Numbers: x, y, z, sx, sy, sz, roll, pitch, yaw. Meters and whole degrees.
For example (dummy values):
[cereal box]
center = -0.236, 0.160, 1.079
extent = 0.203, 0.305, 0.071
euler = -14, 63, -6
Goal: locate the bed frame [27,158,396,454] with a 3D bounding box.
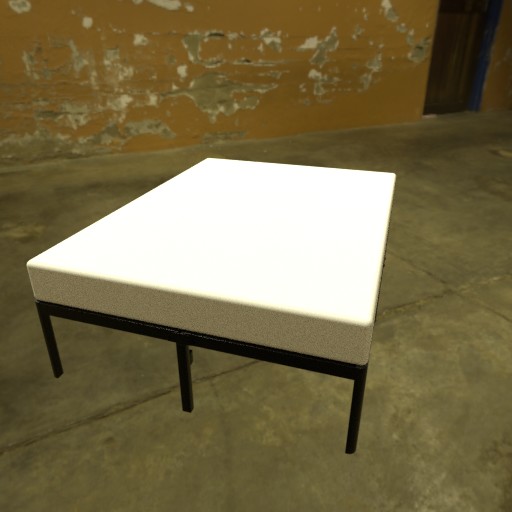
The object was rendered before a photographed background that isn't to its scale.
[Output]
[bed frame]
center = 0.000, 0.000, 2.789
extent = 1.557, 0.659, 2.072
euler = 8, 27, 16
